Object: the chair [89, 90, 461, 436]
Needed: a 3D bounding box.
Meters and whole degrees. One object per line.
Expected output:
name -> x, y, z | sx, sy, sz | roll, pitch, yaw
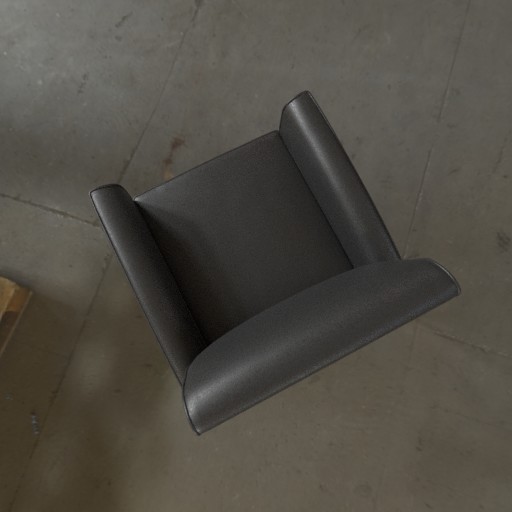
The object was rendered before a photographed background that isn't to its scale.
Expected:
chair -> 0.000, 0.000, 1.560 | 0.820, 0.916, 0.819 | -27, 78, -6
